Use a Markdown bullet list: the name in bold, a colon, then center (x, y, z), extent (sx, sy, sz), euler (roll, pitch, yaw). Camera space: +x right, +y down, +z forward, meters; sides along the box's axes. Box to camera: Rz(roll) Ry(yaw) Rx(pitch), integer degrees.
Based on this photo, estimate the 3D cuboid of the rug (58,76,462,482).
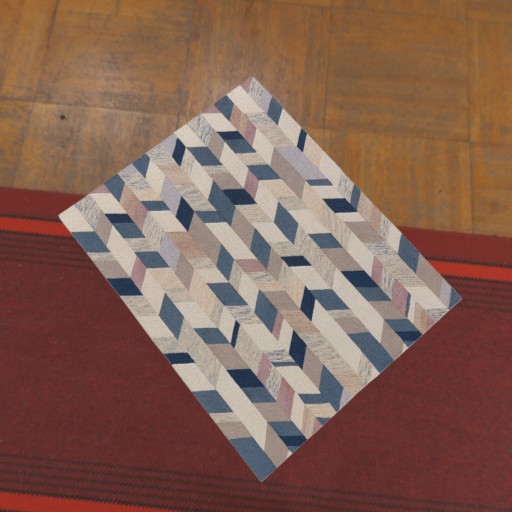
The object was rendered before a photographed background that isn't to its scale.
- **rug**: center (0.000, 0.000, 4.194), extent (2.451, 0.011, 3.072), euler (-39, 79, -9)
